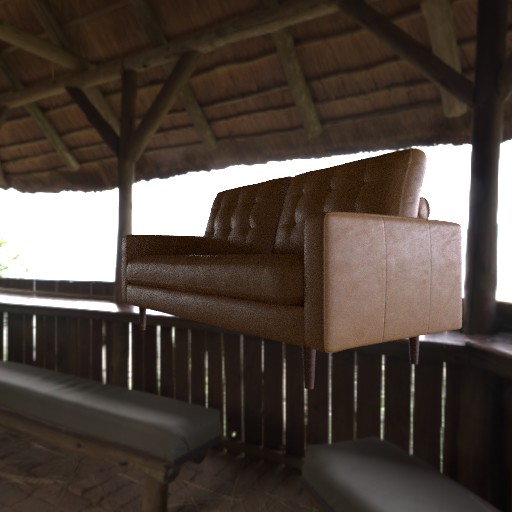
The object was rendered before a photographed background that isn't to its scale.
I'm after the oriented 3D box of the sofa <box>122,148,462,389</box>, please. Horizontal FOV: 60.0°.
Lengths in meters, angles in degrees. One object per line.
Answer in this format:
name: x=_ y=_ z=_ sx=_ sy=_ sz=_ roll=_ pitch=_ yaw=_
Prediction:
sofa: x=0.000 y=0.000 z=2.289 sx=0.850 sy=0.898 sz=1.821 roll=0 pitch=0 yaw=-36
